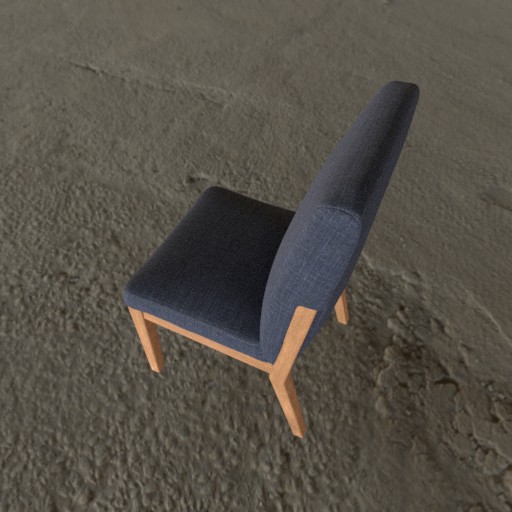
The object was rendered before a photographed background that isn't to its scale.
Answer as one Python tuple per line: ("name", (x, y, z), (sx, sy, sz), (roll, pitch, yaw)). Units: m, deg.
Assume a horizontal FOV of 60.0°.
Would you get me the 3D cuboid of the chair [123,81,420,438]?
("chair", (0.000, 0.000, 1.221), (0.586, 0.911, 0.507), (19, 50, 16))
